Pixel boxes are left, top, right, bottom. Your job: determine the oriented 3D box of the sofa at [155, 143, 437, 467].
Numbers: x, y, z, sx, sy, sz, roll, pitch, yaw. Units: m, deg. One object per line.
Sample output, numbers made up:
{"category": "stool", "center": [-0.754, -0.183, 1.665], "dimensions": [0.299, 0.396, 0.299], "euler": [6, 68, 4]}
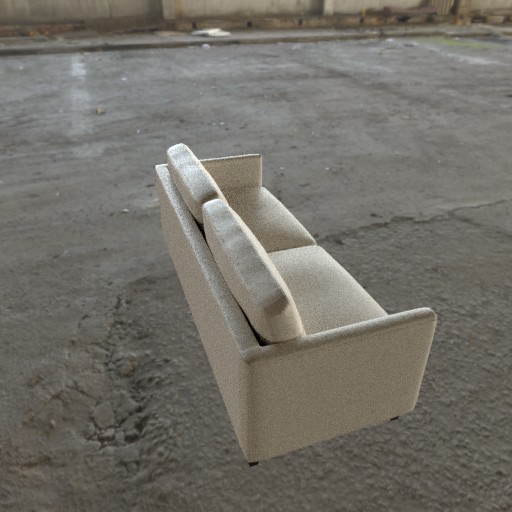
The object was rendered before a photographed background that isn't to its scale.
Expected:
{"category": "sofa", "center": [0.000, 0.000, 2.962], "dimensions": [0.948, 0.965, 2.434], "euler": [-10, 33, -17]}
